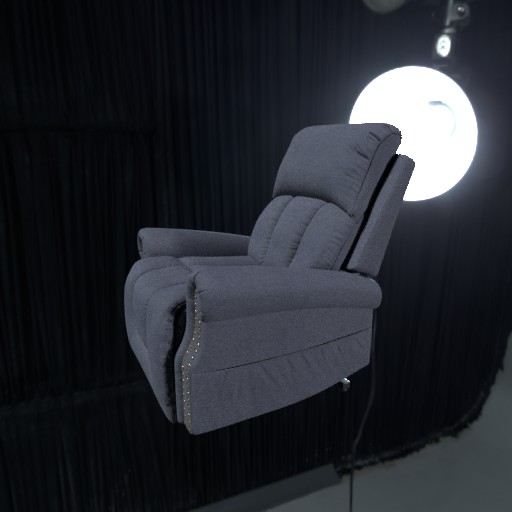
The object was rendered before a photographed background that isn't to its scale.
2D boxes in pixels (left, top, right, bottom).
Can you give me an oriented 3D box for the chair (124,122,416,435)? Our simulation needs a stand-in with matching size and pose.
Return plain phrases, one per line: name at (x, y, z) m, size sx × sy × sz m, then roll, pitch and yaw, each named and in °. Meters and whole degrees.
chair at (0.000, 0.000, 1.778) m, size 0.979 × 1.031 × 0.871 m, roll -7°, pitch 16°, yaw -25°
